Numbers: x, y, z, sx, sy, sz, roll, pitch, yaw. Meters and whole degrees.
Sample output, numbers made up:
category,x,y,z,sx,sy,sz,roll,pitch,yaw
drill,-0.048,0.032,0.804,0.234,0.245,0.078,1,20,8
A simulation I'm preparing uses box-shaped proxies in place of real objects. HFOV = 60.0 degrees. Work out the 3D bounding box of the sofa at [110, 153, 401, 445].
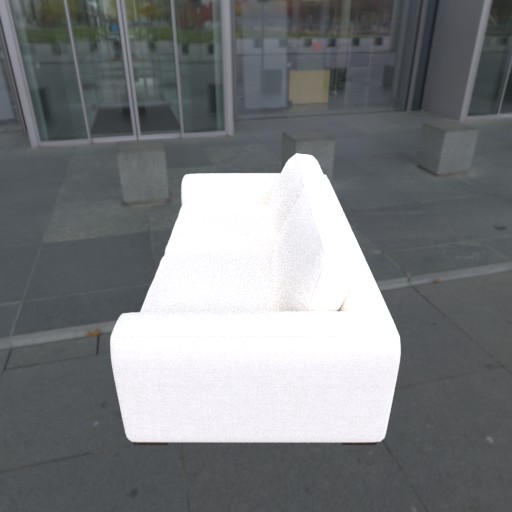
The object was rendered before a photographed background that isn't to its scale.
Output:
category,x,y,z,sx,sy,sz,roll,pitch,yaw
sofa,0.000,0.000,2.461,1.069,0.801,1.920,0,28,0
